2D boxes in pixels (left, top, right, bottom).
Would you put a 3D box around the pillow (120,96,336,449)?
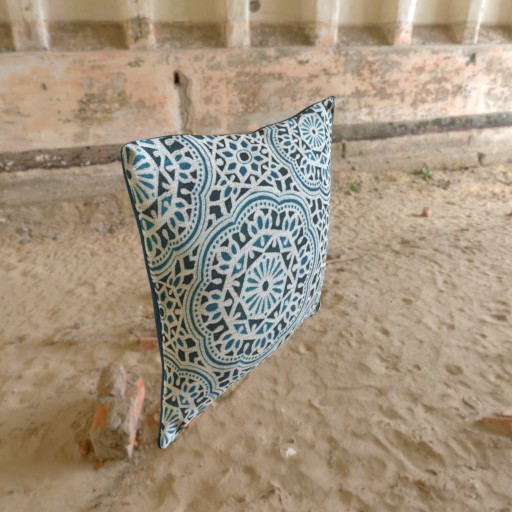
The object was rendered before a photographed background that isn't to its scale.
[{"bbox_3d":[0.000,0.000,0.670,0.145,0.420,0.440,18,32,32],"label":"pillow"}]
